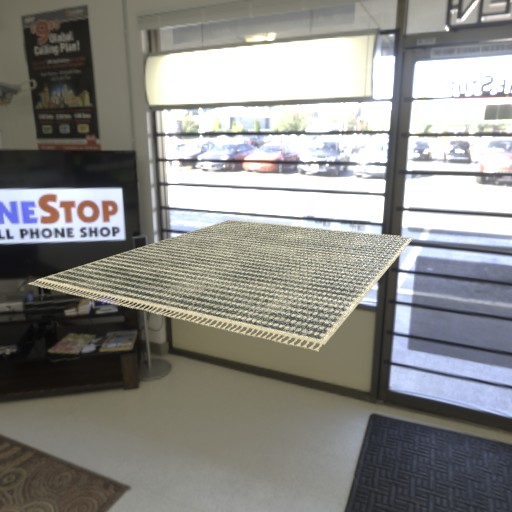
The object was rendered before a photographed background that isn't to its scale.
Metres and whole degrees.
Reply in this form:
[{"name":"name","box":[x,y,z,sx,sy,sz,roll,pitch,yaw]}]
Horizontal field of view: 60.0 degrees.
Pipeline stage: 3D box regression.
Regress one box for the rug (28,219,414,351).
[{"name":"rug","box":[0.000,0.000,3.967,2.256,0.013,2.910,8,17,27]}]
